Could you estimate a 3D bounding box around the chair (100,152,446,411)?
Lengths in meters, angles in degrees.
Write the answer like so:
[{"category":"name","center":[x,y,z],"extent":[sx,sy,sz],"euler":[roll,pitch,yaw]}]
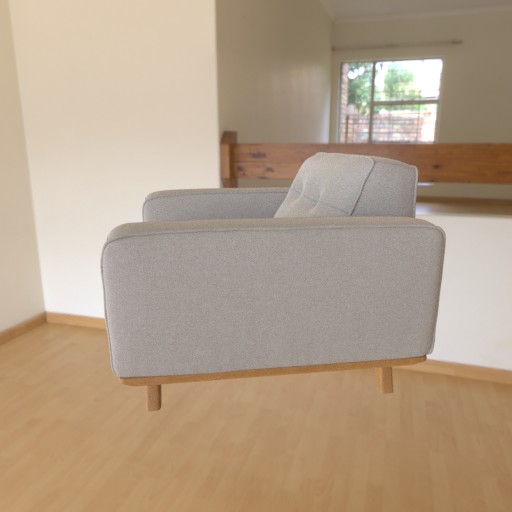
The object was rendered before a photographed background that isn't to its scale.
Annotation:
[{"category":"chair","center":[0.000,0.000,1.730],"extent":[0.953,0.779,1.115],"euler":[-2,14,-7]}]
